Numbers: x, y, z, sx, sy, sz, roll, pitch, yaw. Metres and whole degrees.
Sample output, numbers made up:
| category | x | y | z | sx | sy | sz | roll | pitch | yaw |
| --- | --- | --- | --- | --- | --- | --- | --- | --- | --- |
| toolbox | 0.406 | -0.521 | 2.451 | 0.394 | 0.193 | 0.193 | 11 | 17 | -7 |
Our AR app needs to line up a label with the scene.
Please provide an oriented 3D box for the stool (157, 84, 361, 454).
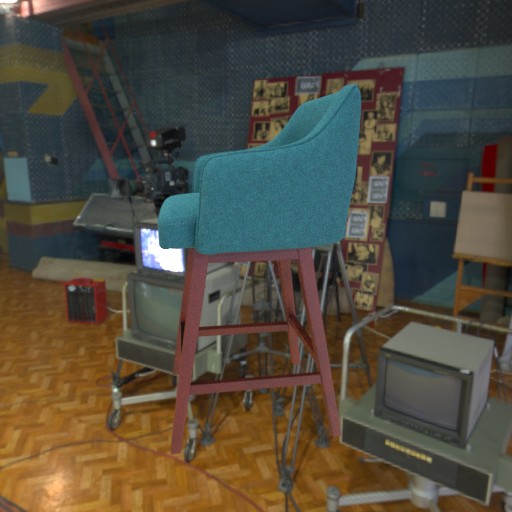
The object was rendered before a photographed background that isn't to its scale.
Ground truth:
| category | x | y | z | sx | sy | sz | roll | pitch | yaw |
| --- | --- | --- | --- | --- | --- | --- | --- | --- | --- |
| stool | 0.000 | 0.000 | 1.347 | 0.556 | 0.961 | 0.548 | -2 | 13 | -9 |
